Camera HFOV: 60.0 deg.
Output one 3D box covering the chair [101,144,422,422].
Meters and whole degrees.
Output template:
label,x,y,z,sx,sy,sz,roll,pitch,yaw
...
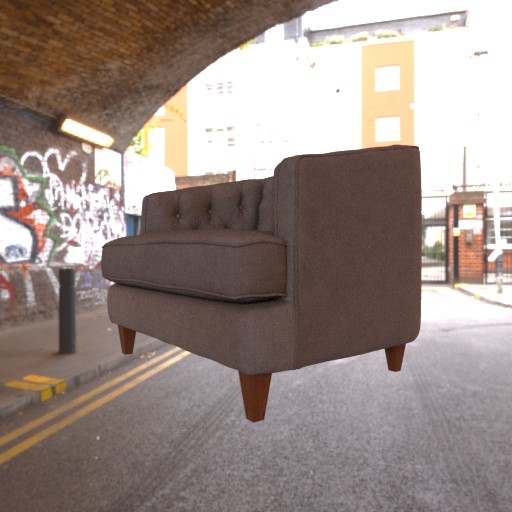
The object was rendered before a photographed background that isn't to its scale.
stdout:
label,x,y,z,sx,sy,sz,roll,pitch,yaw
chair,0.000,0.000,1.761,0.941,0.852,1.104,0,1,-36
